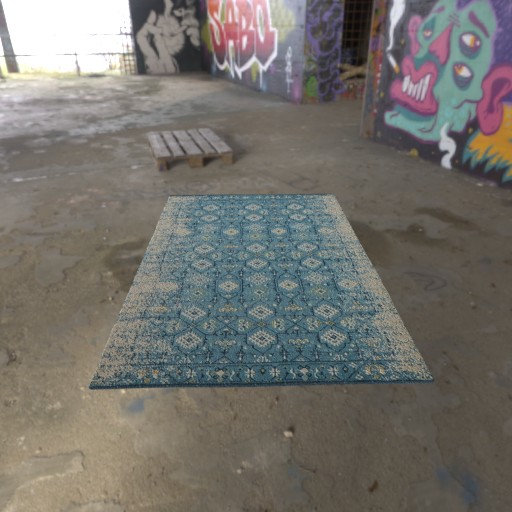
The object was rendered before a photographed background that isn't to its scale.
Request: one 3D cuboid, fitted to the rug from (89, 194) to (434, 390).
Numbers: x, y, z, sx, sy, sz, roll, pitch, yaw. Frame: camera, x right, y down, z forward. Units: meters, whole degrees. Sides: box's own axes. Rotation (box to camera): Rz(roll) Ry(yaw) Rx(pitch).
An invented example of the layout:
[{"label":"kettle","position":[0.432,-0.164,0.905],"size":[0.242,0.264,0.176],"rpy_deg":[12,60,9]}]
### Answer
[{"label":"rug","position":[0.000,0.000,3.015],"size":[1.530,0.015,2.449],"rpy_deg":[-1,28,-1]}]
